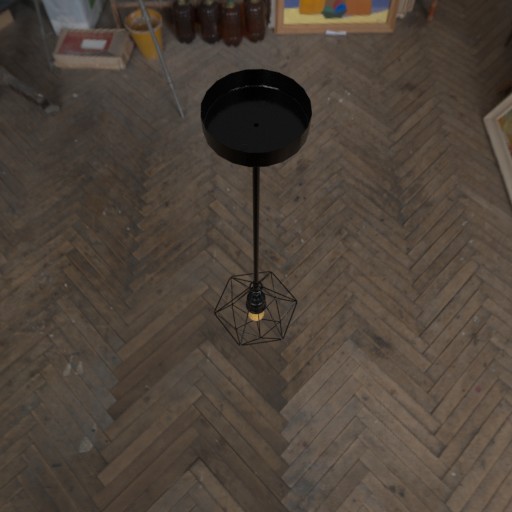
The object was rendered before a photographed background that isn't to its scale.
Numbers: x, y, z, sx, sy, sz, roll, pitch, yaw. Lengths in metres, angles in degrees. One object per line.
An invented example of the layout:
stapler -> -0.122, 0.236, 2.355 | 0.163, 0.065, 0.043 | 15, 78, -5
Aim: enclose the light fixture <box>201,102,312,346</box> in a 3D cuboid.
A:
light fixture -> 0.000, 0.000, 1.958 | 0.431, 1.764, 0.487 | -35, 69, -16
